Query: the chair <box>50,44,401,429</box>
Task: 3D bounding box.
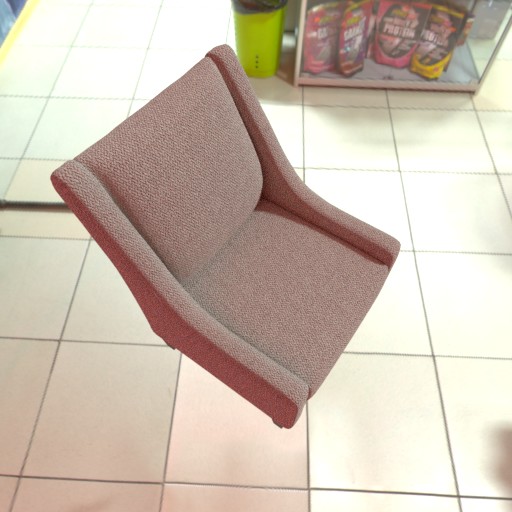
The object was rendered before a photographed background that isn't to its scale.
[{"bbox_3d":[0.000,0.000,1.629,0.870,1.014,0.774,31,63,18],"label":"chair"}]
